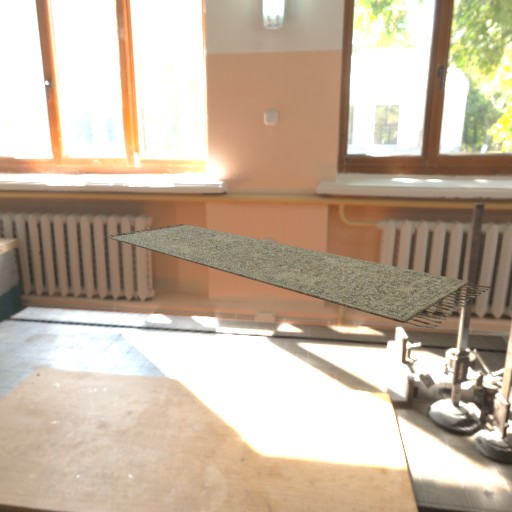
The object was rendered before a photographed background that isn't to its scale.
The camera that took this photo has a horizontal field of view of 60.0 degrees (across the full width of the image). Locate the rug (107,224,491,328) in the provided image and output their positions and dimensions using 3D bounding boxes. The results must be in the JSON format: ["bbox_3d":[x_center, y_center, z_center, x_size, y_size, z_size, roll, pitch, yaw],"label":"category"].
[{"bbox_3d":[0.000,0.000,2.920,2.664,0.011,0.762,13,19,42],"label":"rug"}]
